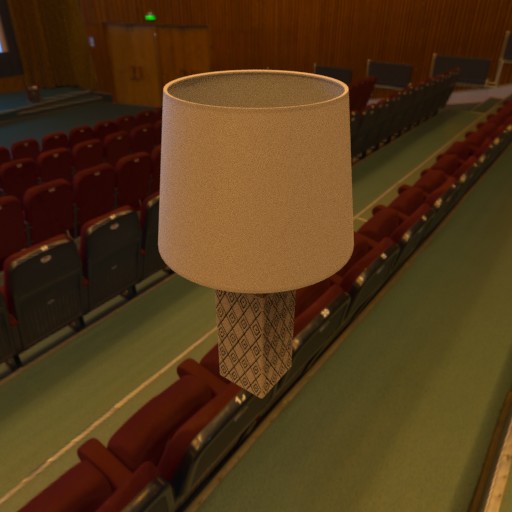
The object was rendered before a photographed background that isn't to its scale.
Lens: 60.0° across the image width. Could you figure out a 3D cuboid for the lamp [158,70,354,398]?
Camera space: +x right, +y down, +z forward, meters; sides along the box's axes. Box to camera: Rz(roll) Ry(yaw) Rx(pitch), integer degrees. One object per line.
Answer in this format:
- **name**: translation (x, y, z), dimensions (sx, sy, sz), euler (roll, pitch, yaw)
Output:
- **lamp**: translation (0.000, 0.000, 0.596), dimensions (0.251, 0.435, 0.251), euler (0, 32, 0)
